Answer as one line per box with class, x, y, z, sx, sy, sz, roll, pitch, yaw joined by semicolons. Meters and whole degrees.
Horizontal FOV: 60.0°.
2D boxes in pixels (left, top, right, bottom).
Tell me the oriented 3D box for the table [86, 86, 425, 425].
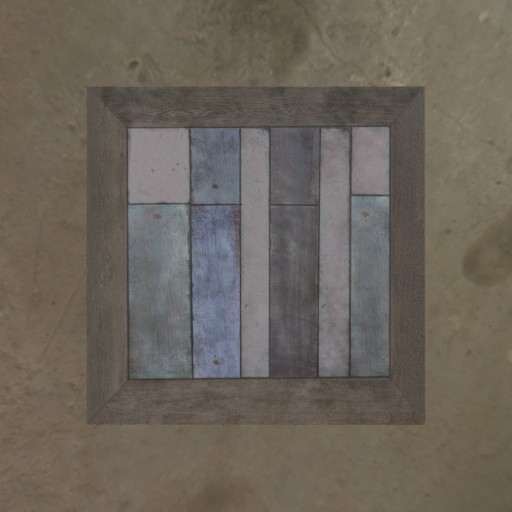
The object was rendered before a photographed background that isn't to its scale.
table;0.000;0.000;1.102;0.610;0.610;0.610;0;90;0
